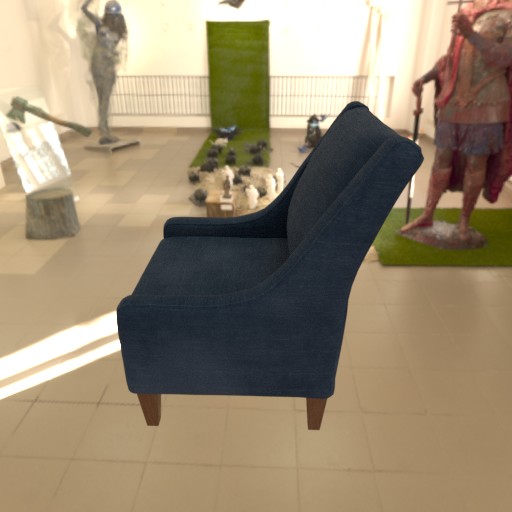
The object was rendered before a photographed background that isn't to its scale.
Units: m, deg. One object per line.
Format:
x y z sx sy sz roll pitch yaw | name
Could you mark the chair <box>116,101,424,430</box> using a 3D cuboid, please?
0.000 0.000 1.652 0.870 1.014 0.774 1 27 2 | chair
